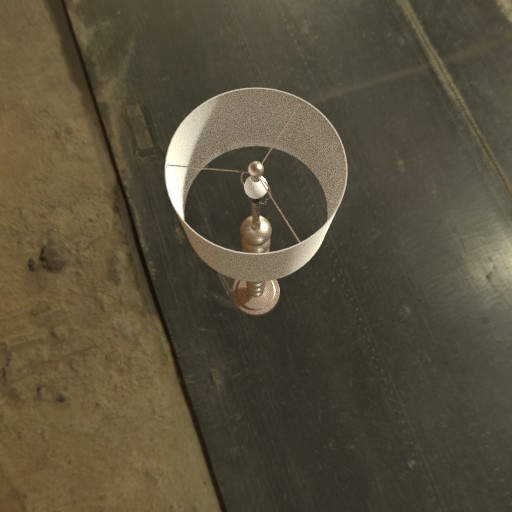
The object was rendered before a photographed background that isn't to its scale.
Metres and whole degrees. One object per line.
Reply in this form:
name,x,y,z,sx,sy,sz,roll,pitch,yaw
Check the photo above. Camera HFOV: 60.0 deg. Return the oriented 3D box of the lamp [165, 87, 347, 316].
lamp,0.000,0.000,1.654,0.394,1.474,0.394,31,77,8
